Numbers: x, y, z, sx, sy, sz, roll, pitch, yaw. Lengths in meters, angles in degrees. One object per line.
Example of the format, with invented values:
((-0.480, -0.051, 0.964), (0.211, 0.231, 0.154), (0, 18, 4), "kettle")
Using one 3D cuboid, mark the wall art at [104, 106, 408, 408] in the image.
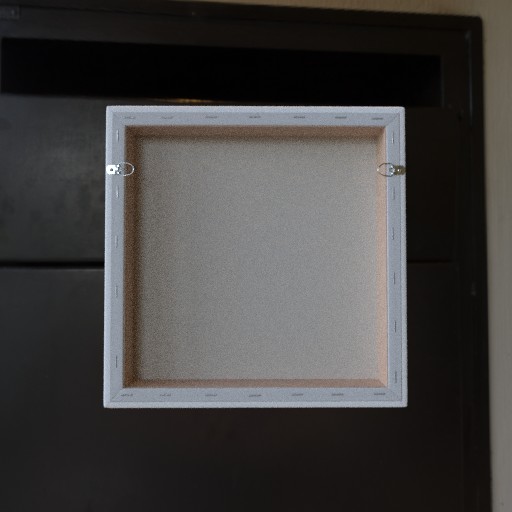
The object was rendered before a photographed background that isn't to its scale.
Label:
((0.000, 0.000, 0.461), (0.303, 0.304, 0.036), (0, -2, -1), "wall art")
